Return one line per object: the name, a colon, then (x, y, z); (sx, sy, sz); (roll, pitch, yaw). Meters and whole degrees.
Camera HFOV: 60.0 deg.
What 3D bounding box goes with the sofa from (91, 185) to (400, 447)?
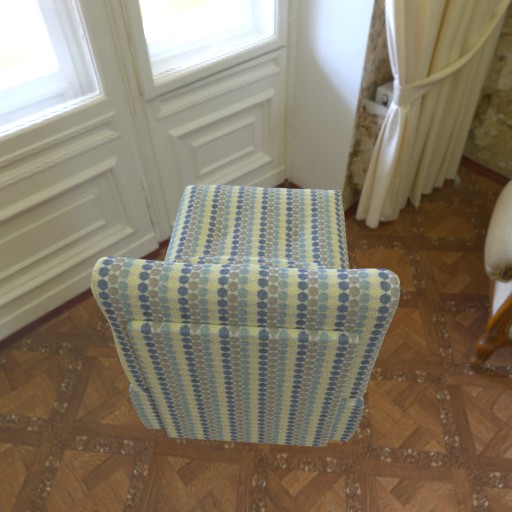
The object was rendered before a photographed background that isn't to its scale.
sofa: (0.000, 0.000, 1.536); (0.700, 0.820, 1.000); (3, 47, 2)
